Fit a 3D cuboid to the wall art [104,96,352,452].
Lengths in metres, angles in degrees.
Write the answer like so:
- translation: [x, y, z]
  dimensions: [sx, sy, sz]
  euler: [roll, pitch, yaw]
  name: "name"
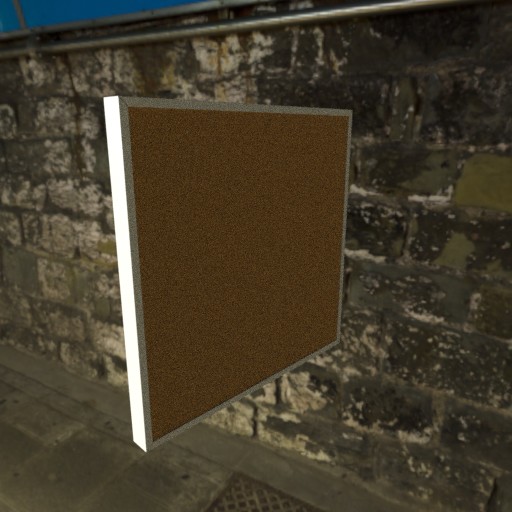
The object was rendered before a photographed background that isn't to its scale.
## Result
- translation: [0.000, 0.000, 0.786]
  dimensions: [0.037, 0.508, 0.508]
  euler: [15, 22, 43]
  name: "wall art"
